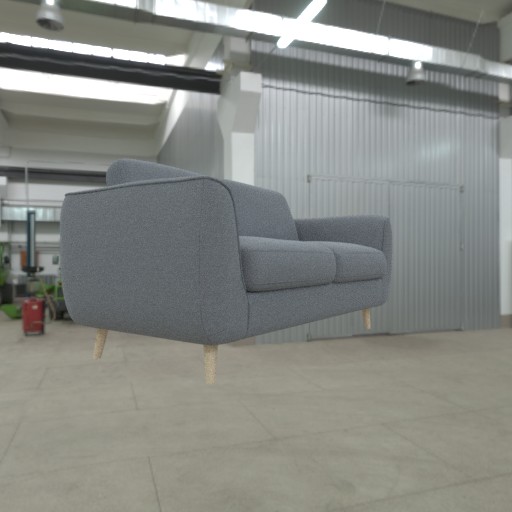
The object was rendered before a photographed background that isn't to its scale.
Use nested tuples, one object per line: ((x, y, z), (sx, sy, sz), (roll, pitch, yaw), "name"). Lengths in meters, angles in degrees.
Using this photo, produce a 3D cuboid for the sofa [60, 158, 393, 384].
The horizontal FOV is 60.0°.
((0.000, 0.000, 2.223), (0.920, 0.850, 1.700), (0, 0, 36), "sofa")
